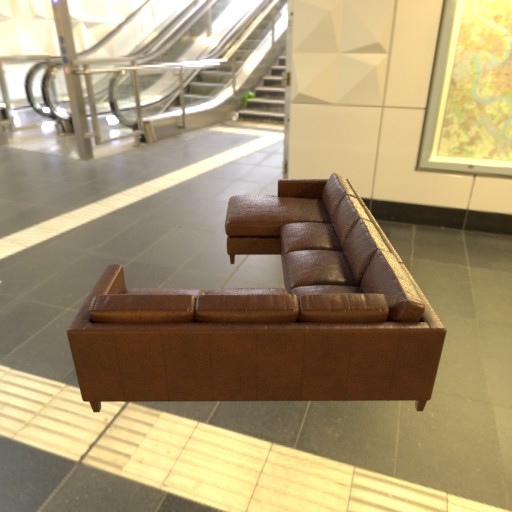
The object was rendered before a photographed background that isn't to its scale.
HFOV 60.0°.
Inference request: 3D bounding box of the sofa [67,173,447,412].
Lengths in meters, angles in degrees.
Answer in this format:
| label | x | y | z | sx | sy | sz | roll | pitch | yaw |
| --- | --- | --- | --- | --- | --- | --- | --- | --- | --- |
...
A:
| label | x | y | z | sx | sy | sz | roll | pitch | yaw |
| --- | --- | --- | --- | --- | --- | --- | --- | --- | --- |
| sofa | 0.000 | 0.000 | 4.445 | 2.452 | 0.891 | 3.324 | 0 | 27 | 0 |
